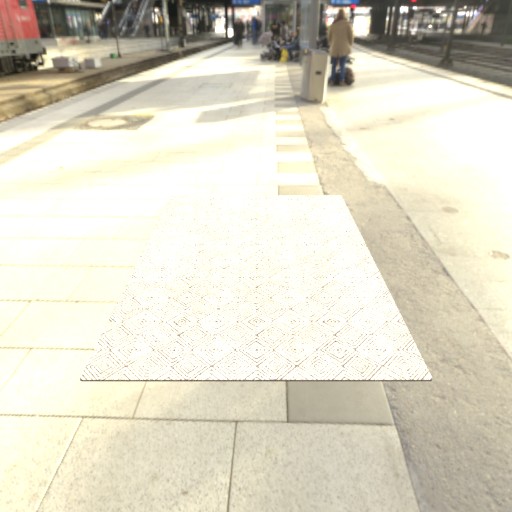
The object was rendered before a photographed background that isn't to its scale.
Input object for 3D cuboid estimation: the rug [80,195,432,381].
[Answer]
[{"bbox_3d":[0.000,0.000,2.262,1.175,0.008,1.783,0,28,0],"label":"rug"}]
